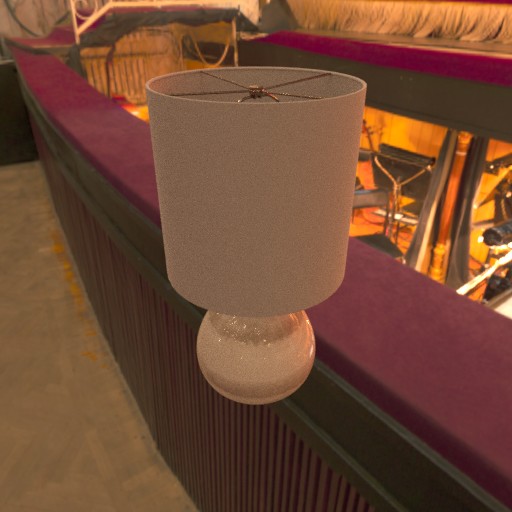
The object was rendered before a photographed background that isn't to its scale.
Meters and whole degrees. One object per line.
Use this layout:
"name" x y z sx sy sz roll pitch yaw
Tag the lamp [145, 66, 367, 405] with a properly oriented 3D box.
"lamp" 0.000 0.000 0.544 0.217 0.404 0.217 -21 36 -32
